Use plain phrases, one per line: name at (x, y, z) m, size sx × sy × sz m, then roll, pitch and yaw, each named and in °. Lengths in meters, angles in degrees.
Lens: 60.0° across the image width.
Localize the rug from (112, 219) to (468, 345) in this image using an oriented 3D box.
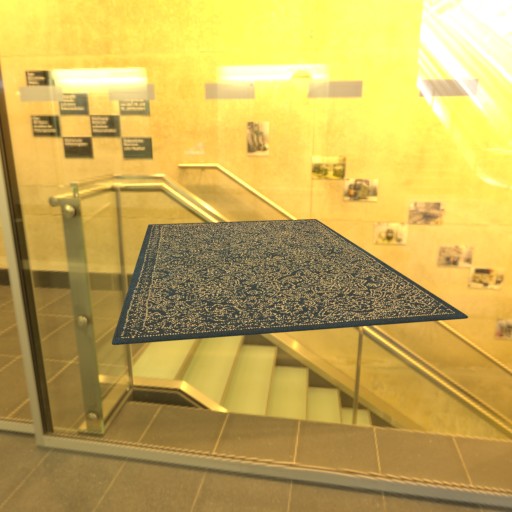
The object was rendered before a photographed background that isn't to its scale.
rug at (0.000, 0.000, 2.334) m, size 1.219 × 0.010 × 1.829 m, roll -3°, pitch 16°, yaw -9°
